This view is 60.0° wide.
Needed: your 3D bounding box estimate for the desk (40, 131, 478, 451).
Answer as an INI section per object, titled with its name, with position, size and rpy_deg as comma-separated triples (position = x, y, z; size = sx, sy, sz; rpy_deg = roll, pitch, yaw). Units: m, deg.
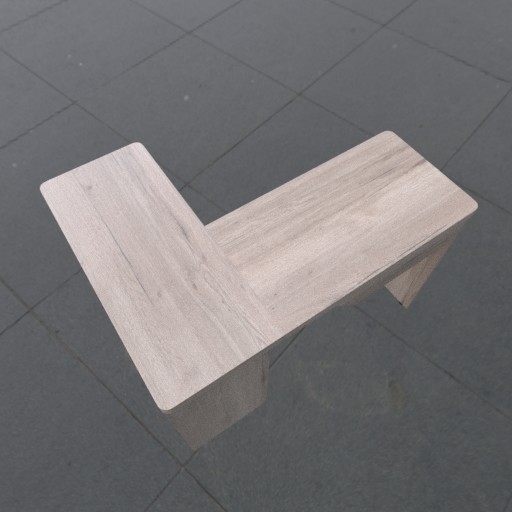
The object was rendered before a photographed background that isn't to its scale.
[desk]
position = 0.000, 0.000, 1.792
size = 1.169, 0.760, 0.900
rpy_deg = -30, 63, -17
